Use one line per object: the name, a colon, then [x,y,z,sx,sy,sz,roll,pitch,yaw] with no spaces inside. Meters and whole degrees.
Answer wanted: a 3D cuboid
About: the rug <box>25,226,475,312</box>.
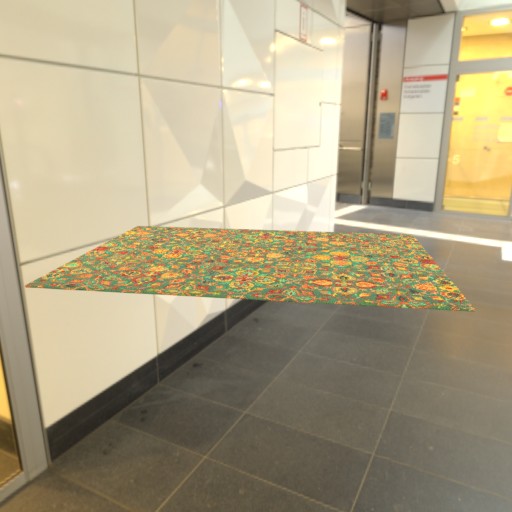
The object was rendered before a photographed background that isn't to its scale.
rug: [0.000,0.000,2.943,2.290,0.016,1.527,2,16,8]
